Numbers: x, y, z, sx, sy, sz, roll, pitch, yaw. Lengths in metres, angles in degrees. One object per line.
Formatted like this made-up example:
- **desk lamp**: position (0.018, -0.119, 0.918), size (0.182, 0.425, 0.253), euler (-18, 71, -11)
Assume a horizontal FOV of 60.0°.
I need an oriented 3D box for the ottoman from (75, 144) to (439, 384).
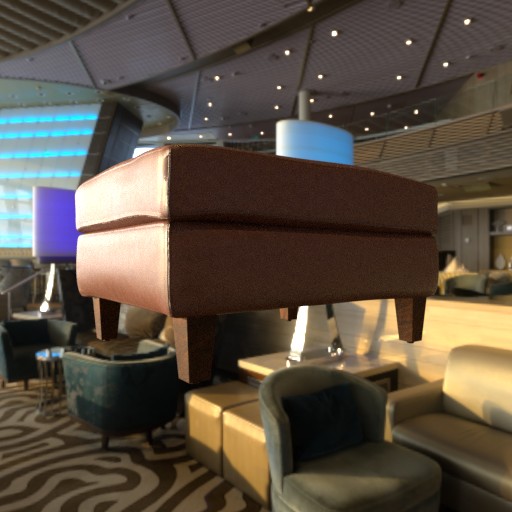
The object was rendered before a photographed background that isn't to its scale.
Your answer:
- **ottoman**: position (0.000, 0.000, 1.255), size (0.851, 0.485, 0.650), euler (0, 0, -36)
